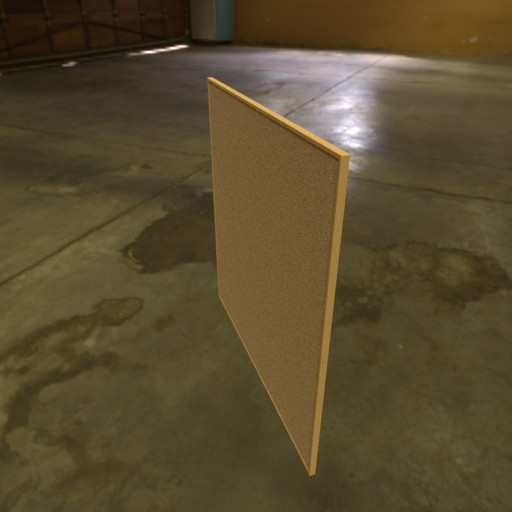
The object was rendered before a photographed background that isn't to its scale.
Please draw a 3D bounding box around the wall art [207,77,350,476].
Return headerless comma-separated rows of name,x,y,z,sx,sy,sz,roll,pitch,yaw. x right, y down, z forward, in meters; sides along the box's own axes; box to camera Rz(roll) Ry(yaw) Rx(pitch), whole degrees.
wall art,0.000,0.000,0.988,0.014,0.655,0.657,-11,32,-17
